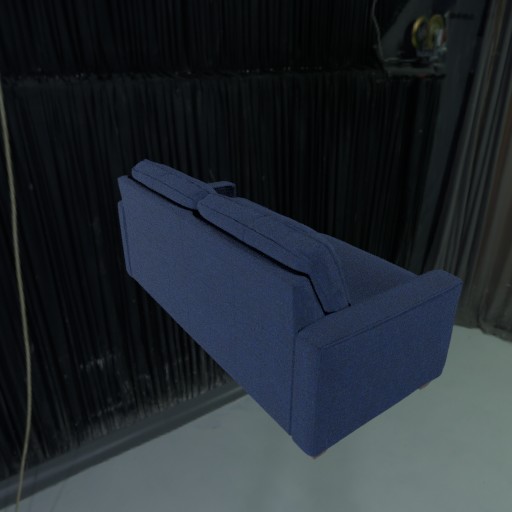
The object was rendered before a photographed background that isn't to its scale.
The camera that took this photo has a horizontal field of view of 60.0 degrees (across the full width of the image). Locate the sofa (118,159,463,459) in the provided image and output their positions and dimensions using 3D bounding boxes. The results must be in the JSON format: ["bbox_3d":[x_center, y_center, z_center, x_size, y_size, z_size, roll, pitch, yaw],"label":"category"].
[{"bbox_3d":[0.000,0.000,2.605,0.940,0.919,2.080,-17,30,-32],"label":"sofa"}]
